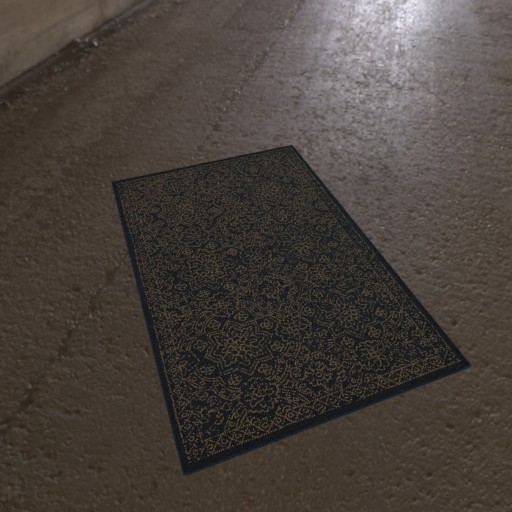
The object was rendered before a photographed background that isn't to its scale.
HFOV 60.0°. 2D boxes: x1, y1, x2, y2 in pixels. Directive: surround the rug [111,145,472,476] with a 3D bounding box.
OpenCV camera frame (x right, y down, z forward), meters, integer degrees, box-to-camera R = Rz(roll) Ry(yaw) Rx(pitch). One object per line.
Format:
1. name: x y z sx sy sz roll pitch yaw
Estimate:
1. rug: 0.000 0.000 2.276 1.219 0.010 1.829 -15 47 -14
